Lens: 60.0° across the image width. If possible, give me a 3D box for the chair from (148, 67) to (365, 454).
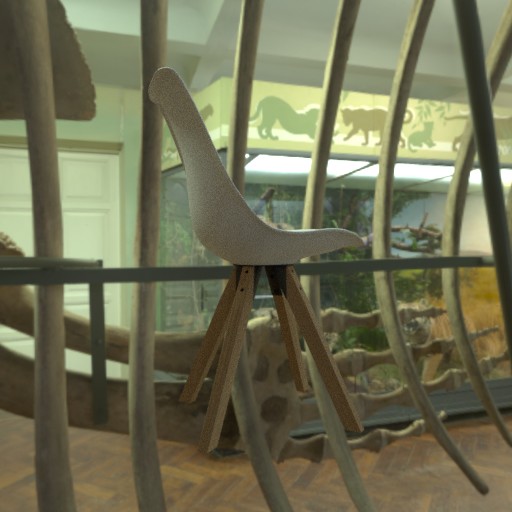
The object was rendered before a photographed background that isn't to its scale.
[{"bbox_3d":[0.000,0.000,1.174,0.550,0.849,0.485,0,1,-17],"label":"chair"}]
